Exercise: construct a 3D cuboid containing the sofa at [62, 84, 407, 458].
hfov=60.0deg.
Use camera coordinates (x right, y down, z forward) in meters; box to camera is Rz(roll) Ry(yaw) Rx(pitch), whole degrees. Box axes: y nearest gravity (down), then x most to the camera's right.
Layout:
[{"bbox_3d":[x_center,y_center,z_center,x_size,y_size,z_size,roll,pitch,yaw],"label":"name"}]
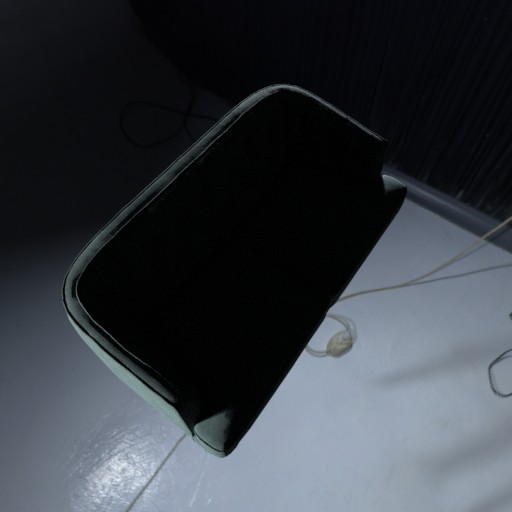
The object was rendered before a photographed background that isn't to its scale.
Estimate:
[{"bbox_3d":[0.000,0.000,2.293,0.941,0.855,1.733,31,63,18],"label":"sofa"}]
